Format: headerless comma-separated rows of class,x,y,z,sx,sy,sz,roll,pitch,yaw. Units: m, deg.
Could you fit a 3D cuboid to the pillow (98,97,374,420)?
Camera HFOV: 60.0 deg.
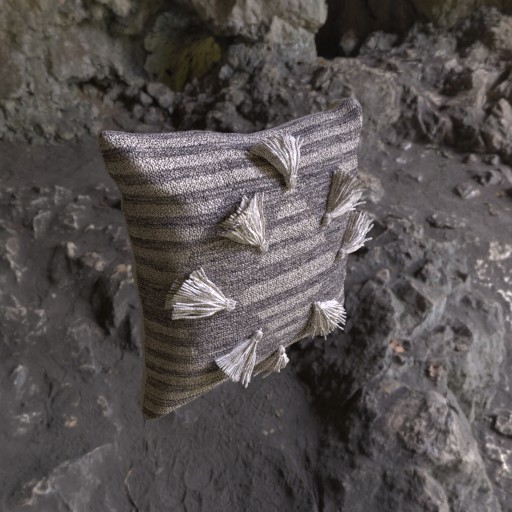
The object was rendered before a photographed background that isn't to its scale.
pillow,0.000,0.000,0.776,0.484,0.490,0.234,-21,35,-34
